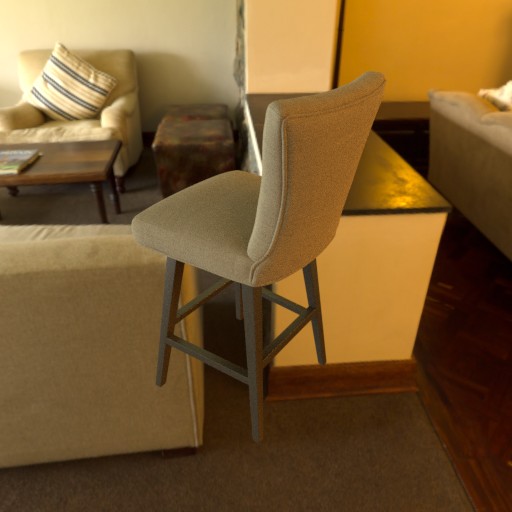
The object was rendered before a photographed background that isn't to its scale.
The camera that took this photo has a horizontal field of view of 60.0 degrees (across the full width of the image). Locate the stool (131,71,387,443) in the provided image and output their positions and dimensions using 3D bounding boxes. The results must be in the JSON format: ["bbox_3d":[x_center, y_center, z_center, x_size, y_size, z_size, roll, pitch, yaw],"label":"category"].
[{"bbox_3d":[0.000,0.000,1.415,0.574,1.086,0.514,21,37,30],"label":"stool"}]
